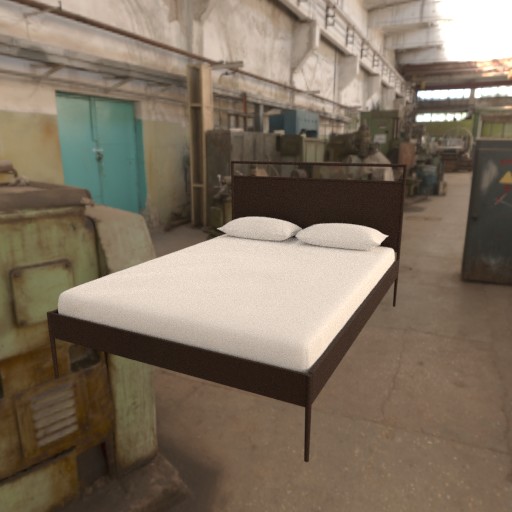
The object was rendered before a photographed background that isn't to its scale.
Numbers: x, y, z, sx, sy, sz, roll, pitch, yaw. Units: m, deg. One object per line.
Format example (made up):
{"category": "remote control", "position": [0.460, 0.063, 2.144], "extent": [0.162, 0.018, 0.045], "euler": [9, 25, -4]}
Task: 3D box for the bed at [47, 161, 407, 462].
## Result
{"category": "bed", "position": [0.000, 0.000, 3.015], "extent": [1.572, 1.173, 2.122], "euler": [7, 16, 26]}
